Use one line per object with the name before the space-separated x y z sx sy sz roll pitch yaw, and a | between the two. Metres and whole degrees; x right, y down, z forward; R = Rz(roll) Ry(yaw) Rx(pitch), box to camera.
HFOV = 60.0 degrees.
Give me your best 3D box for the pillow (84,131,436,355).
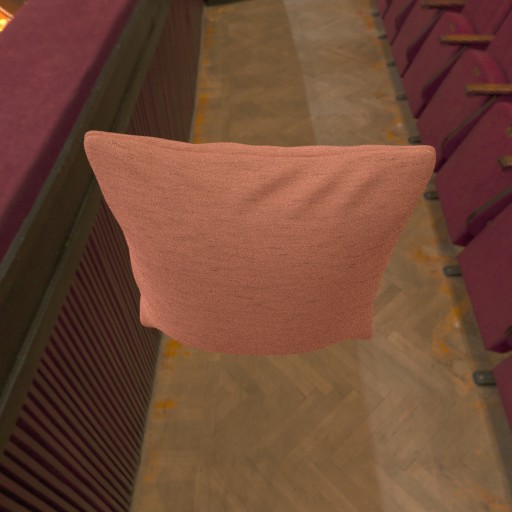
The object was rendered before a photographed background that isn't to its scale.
pillow | 0.000 0.000 0.682 0.432 0.415 0.246 3 48 3
